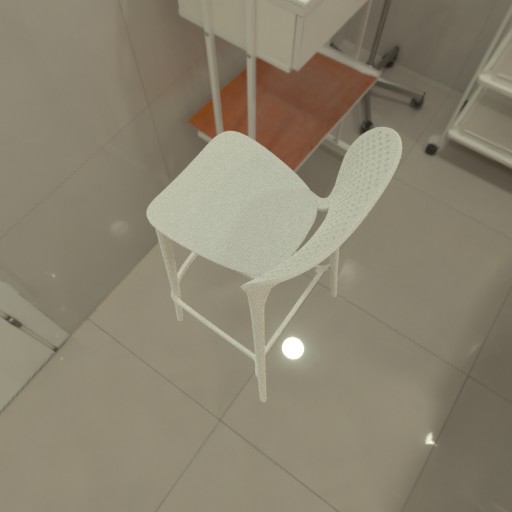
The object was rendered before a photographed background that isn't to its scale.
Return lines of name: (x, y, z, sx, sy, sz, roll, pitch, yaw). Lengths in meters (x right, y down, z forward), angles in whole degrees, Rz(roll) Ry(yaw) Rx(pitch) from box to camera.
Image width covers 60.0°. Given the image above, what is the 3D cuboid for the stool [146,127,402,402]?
stool: (0.000, 0.000, 1.337, 0.535, 1.045, 0.536, 32, 67, 15)
